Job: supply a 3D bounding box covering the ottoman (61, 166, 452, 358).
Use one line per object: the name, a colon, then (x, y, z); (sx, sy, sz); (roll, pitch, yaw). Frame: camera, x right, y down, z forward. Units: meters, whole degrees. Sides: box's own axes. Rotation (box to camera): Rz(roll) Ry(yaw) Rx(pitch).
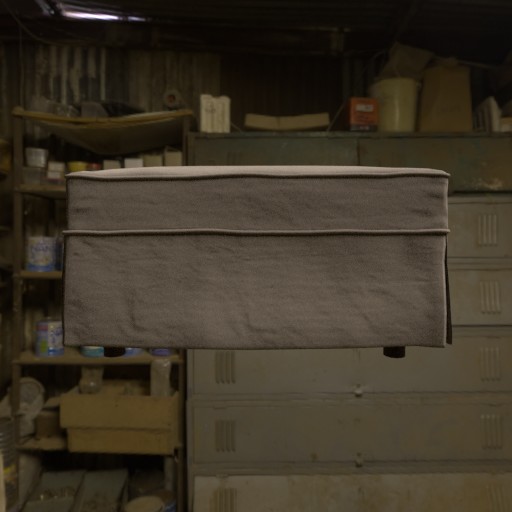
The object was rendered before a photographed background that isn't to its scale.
ottoman: (0.000, 0.000, 1.338); (0.944, 0.479, 0.703); (0, 1, 1)
